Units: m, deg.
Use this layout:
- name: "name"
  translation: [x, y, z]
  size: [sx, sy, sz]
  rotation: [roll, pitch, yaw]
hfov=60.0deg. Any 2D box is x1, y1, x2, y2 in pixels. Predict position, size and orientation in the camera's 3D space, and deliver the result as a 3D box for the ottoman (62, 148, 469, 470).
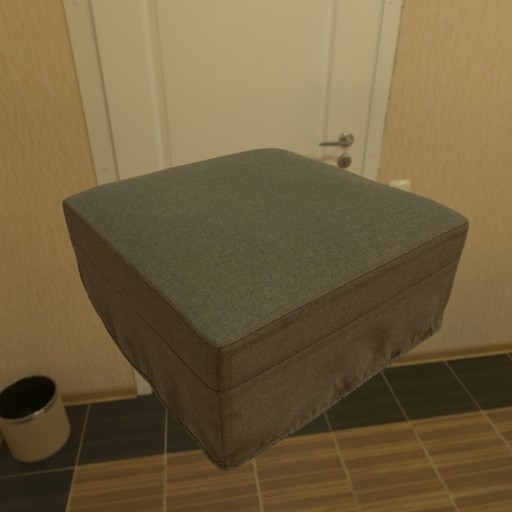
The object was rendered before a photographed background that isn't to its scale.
- name: "ottoman"
  translation: [0.000, 0.000, 1.314]
  size: [0.840, 0.436, 0.843]
  rotation: [-21, 36, -32]
